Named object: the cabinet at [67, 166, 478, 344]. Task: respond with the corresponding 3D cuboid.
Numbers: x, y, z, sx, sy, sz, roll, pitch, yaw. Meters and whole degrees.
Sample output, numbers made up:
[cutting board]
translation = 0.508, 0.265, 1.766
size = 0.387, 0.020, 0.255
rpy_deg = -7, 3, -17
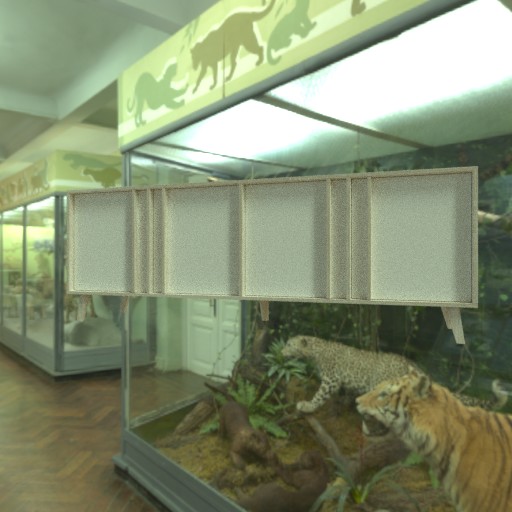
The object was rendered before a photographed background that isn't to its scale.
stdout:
[cabinet]
translation = 0.000, 0.000, 2.511
size = 2.200, 0.780, 0.500
rpy_deg = 0, 0, 19
